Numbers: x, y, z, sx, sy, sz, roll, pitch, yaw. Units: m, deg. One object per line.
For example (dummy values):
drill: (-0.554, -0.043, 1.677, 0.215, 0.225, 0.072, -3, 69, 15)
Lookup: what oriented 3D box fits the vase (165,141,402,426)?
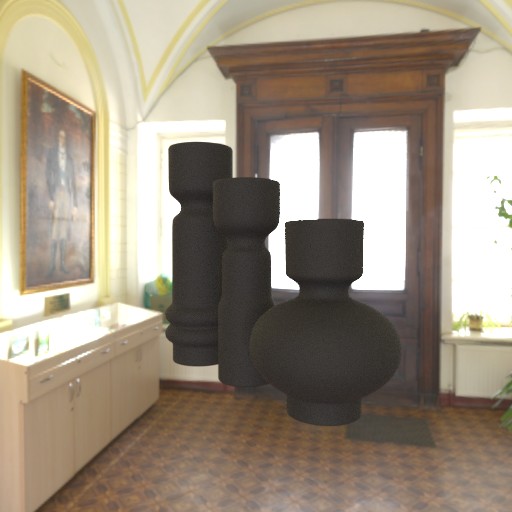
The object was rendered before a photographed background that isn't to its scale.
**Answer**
vase: (0.000, 0.000, 0.432, 0.120, 0.249, 0.307, -1, 1, -36)
